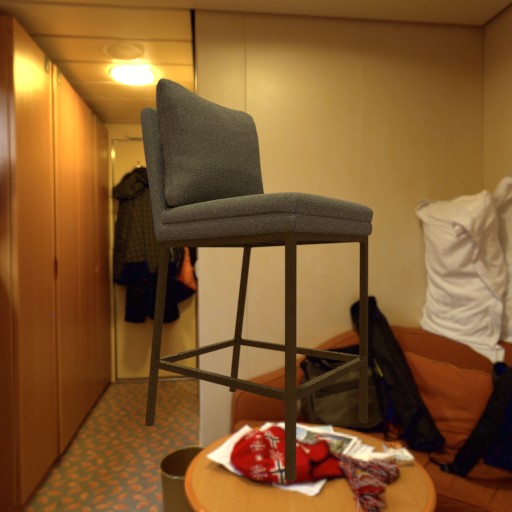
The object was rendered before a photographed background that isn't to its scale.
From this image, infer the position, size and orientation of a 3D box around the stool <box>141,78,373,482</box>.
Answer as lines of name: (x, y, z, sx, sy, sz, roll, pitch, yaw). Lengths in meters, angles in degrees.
stool: (0.000, 0.000, 1.351, 0.569, 1.031, 0.463, 1, 1, 37)
